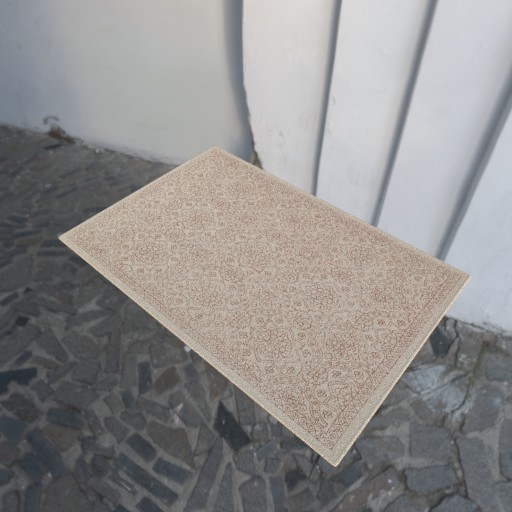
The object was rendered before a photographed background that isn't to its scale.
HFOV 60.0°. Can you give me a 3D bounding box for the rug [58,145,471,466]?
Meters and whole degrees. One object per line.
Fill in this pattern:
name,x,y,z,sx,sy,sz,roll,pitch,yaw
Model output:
rug,0.000,0.000,2.338,1.829,0.010,1.219,32,54,27
